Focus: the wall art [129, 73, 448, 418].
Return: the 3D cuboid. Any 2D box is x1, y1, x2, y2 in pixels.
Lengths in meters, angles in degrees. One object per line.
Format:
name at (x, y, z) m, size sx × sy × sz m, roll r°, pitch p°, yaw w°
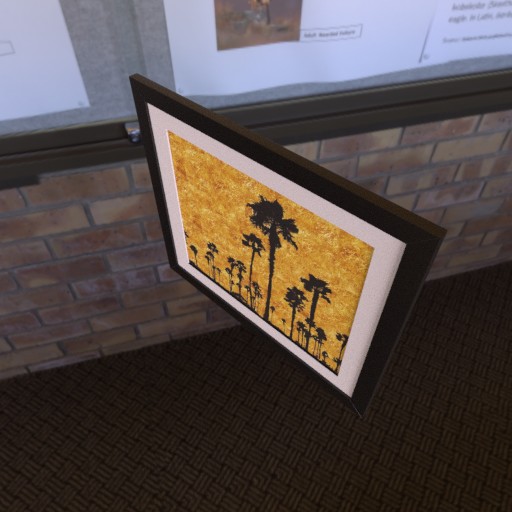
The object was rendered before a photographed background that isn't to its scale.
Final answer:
wall art at (0.000, 0.000, 0.541) m, size 0.383 × 0.332 × 0.012 m, roll 34°, pitch 56°, yaw 27°
